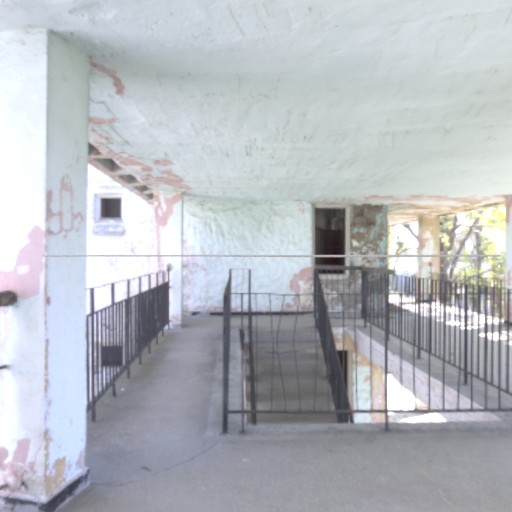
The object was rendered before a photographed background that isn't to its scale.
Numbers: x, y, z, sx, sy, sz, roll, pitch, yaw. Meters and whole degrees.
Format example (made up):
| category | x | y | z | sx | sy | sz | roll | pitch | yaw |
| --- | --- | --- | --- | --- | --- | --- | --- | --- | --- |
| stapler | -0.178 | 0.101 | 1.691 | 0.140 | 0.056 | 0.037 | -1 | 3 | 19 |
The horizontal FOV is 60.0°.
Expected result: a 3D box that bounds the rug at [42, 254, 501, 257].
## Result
| category | x | y | z | sx | sy | sz | roll | pitch | yaw |
| --- | --- | --- | --- | --- | --- | --- | --- | --- | --- |
| rug | 0.000 | 0.000 | 2.622 | 2.442 | 0.016 | 0.770 | 0 | 0 | 19 |
